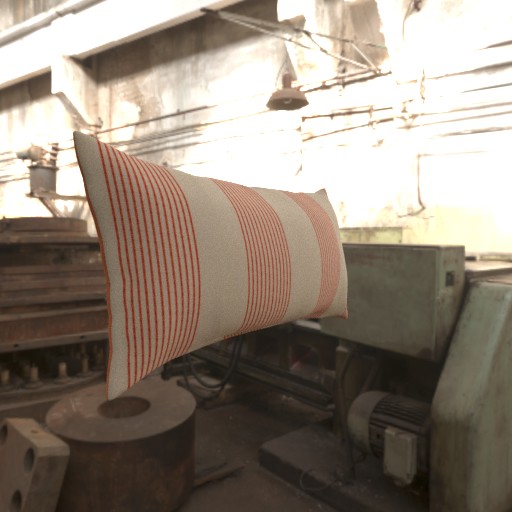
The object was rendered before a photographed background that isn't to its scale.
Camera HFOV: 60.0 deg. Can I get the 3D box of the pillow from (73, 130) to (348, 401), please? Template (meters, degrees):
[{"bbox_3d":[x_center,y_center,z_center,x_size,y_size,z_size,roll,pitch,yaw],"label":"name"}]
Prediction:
[{"bbox_3d":[0.000,0.000,0.724,0.156,0.292,0.608,1,2,36],"label":"pillow"}]
